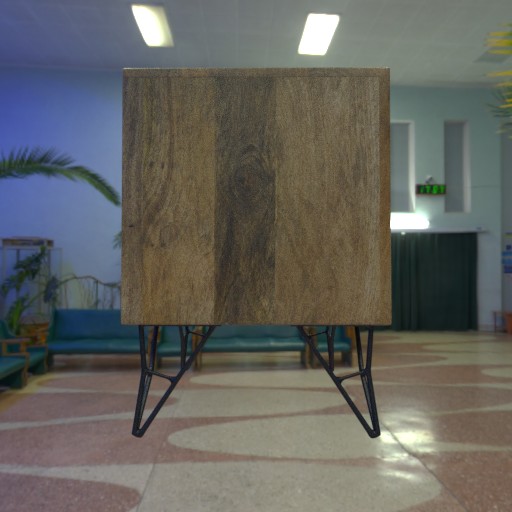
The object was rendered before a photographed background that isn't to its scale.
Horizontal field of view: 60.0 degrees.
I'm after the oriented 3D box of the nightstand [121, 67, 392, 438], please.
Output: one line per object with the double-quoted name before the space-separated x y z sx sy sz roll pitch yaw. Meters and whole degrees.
"nightstand" 0.000 0.000 0.888 0.406 0.559 0.457 0 -1 0
